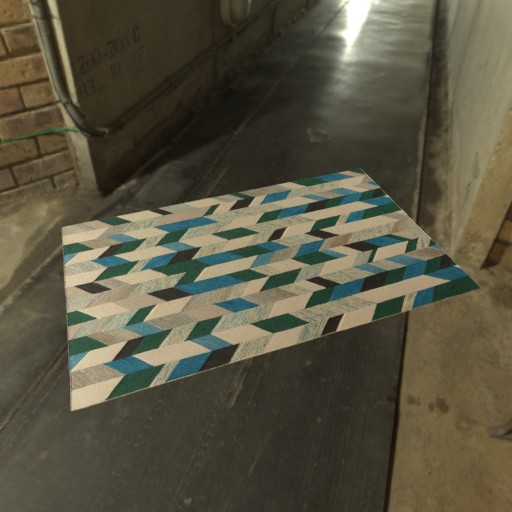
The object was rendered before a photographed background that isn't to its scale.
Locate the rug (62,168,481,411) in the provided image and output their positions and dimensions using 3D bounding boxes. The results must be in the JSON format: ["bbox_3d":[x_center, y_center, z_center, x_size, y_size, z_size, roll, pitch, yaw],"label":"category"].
[{"bbox_3d":[0.000,0.000,2.963,2.433,0.007,1.507,-13,44,-14],"label":"rug"}]
